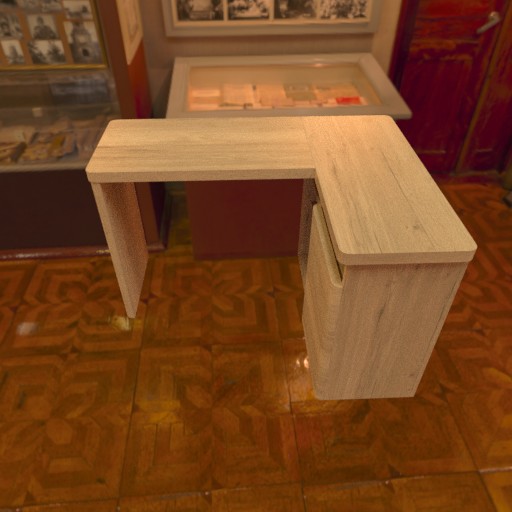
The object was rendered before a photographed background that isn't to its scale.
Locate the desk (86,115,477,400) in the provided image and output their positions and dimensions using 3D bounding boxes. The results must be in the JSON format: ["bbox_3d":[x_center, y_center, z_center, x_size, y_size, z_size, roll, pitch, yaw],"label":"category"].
[{"bbox_3d":[0.000,0.000,1.759,1.169,0.760,0.900,-2,40,-2],"label":"desk"}]
